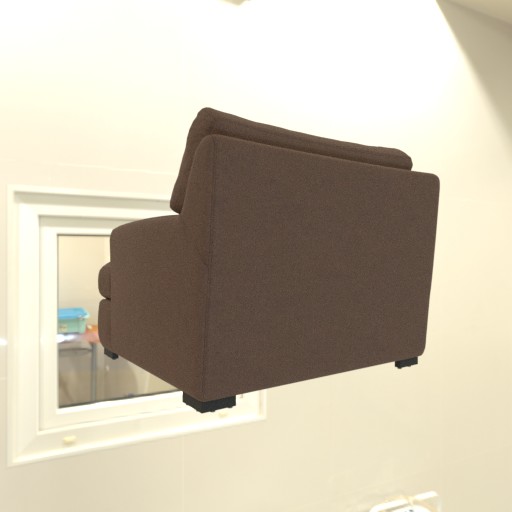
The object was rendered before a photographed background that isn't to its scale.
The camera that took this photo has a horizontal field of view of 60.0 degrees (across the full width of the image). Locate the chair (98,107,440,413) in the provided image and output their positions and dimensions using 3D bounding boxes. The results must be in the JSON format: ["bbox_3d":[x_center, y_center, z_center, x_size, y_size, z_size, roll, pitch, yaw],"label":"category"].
[{"bbox_3d":[0.000,0.000,1.986,1.168,0.940,1.143,0,0,-35],"label":"chair"}]
